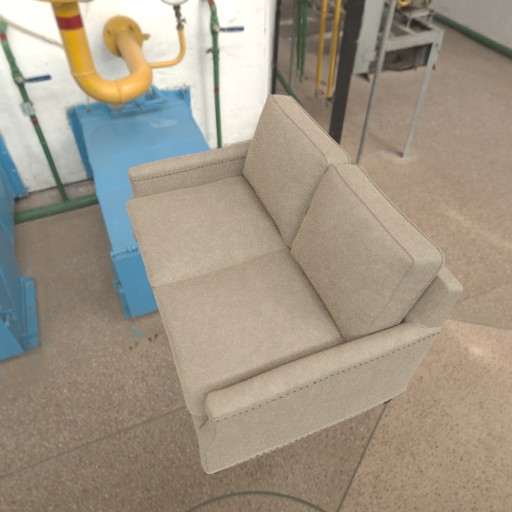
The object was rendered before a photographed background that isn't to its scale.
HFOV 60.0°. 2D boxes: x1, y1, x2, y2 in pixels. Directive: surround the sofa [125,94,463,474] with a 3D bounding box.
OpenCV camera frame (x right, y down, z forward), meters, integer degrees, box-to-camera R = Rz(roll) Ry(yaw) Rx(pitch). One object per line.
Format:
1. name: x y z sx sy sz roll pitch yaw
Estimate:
1. sofa: 0.000 0.000 2.229 1.084 1.002 1.597 -16 48 -15
